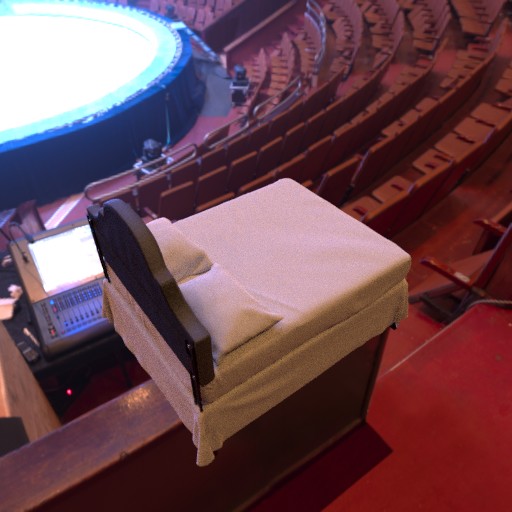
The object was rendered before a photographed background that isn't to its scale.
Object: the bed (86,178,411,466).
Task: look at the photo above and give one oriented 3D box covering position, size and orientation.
[{"bbox_3d":[0.000,0.000,3.498,2.222,1.634,1.780,-26,47,-27],"label":"bed"}]
